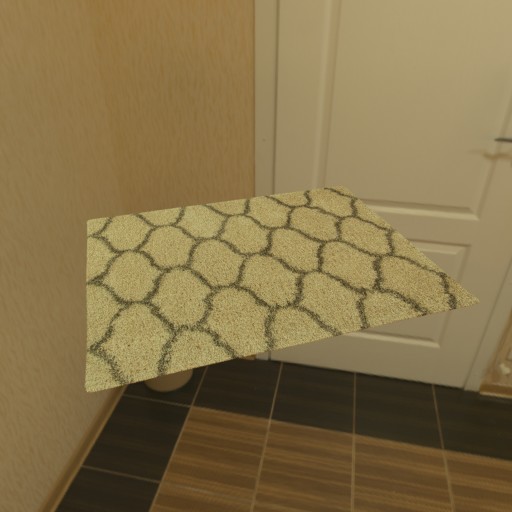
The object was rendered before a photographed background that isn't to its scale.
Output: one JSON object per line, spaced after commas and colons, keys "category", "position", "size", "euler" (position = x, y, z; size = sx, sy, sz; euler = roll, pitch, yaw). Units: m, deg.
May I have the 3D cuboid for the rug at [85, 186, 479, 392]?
{"category": "rug", "position": [0.000, 0.000, 4.110], "size": [3.000, 0.026, 2.399], "euler": [-10, 34, -15]}
